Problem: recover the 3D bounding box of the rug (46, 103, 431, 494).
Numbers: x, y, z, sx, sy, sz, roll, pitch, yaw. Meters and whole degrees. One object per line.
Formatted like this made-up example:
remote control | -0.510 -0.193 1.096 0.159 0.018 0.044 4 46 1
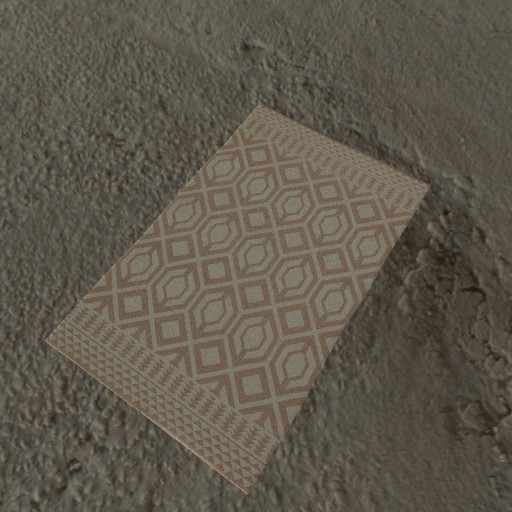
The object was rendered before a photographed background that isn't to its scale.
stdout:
rug | 0.000 0.000 3.023 1.526 0.011 2.435 31 67 15
